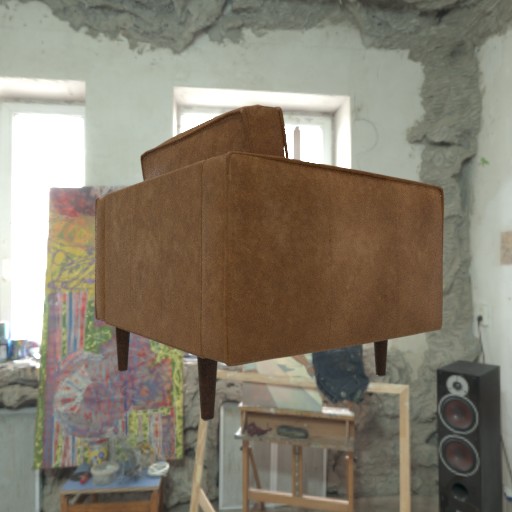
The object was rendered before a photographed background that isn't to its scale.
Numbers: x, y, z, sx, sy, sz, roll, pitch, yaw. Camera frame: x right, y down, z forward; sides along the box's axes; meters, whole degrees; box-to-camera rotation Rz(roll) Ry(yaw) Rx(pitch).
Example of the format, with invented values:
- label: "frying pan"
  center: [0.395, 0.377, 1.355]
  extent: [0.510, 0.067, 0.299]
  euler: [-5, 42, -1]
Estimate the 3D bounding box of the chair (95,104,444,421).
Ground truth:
- label: "chair"
  center: [0.000, 0.000, 1.466]
  extent: [0.798, 0.767, 0.928]
  euler: [0, 0, -37]
